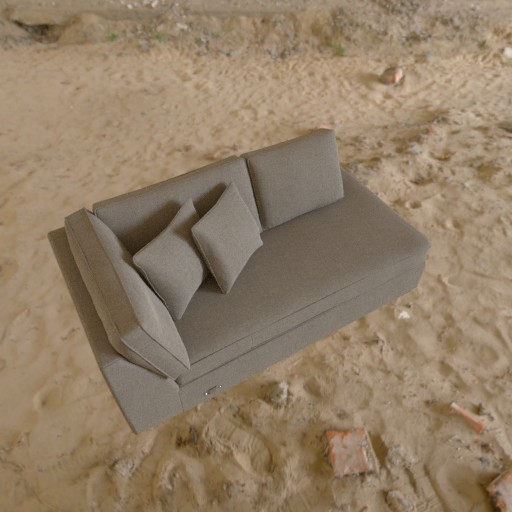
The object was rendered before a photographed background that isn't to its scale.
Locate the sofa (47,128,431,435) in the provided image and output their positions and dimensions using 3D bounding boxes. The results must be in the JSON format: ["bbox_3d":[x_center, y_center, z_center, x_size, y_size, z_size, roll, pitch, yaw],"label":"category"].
[{"bbox_3d":[0.000,0.000,2.904,2.238,1.019,1.110,-23,50,-21],"label":"sofa"}]
